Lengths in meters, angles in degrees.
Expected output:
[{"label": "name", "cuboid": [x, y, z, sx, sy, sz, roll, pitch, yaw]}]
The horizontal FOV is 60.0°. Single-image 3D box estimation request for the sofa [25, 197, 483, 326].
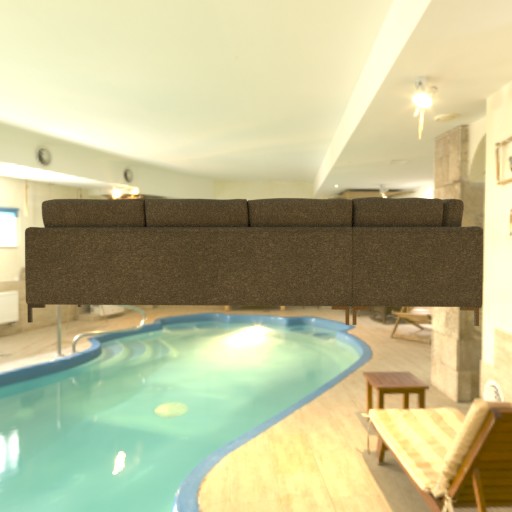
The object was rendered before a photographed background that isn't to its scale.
[{"label": "sofa", "cuboid": [0.000, 0.000, 3.777, 2.949, 0.815, 2.007, 0, 2, 2]}]
